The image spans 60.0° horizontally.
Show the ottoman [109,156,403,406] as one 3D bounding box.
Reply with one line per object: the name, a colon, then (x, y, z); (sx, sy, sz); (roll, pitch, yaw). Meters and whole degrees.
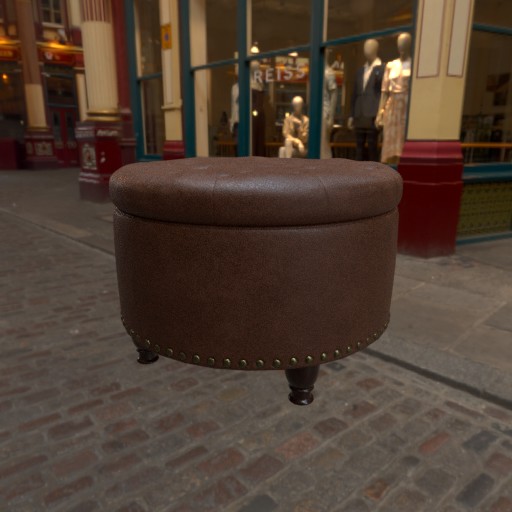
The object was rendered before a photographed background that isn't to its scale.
ottoman: (0.000, 0.000, 1.055); (0.637, 0.442, 0.637); (0, 16, 0)
